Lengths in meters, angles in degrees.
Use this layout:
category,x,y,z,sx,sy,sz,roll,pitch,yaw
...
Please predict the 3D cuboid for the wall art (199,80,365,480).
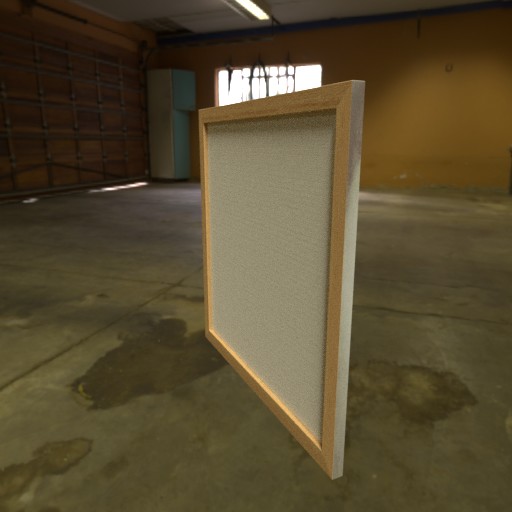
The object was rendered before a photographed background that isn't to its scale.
category,x,y,z,sx,sy,sz,roll,pitch,yaw
wall art,0.000,0.000,1.144,0.027,0.762,0.762,-7,16,-25
